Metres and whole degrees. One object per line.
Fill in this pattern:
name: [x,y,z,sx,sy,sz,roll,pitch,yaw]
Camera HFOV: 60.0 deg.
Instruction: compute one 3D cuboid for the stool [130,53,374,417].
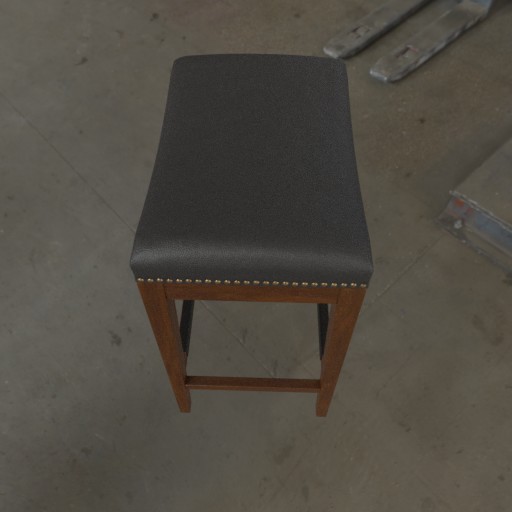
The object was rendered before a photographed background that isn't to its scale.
stool: [0.000,0.000,0.935,0.353,0.664,0.490,1,57,1]
